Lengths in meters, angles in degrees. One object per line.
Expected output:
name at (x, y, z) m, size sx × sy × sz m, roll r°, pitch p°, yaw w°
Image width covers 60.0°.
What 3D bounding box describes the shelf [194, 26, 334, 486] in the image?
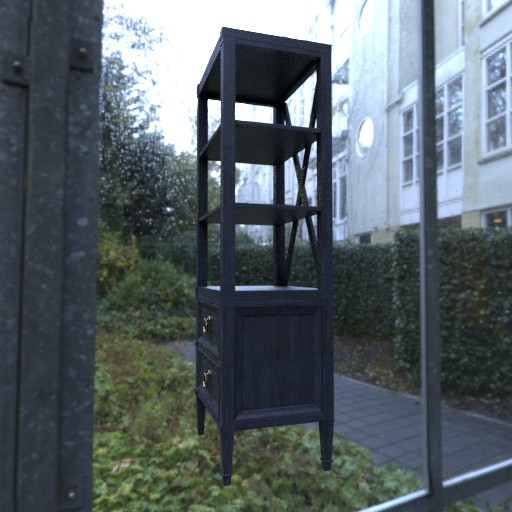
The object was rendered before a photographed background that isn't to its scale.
shelf at (0.000, 0.000, 2.001) m, size 0.472 × 1.727 × 0.584 m, roll 1°, pitch -2°, yaw -17°
